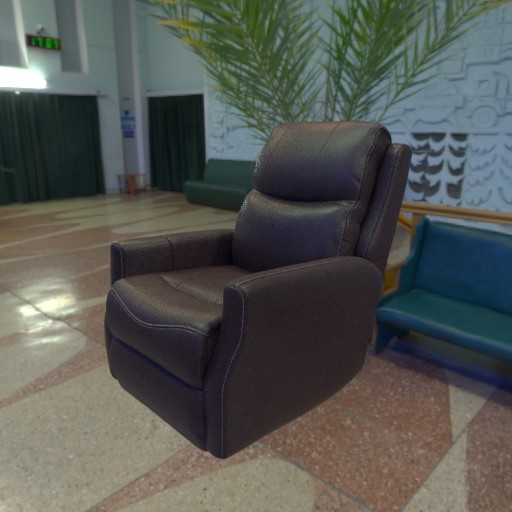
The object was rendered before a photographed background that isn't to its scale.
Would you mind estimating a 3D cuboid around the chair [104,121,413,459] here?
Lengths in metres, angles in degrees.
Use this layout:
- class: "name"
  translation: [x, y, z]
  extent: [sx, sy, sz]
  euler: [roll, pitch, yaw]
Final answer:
- class: "chair"
  translation: [0.000, 0.000, 1.753]
  extent: [1.080, 1.030, 0.829]
  euler: [-15, 22, -43]
